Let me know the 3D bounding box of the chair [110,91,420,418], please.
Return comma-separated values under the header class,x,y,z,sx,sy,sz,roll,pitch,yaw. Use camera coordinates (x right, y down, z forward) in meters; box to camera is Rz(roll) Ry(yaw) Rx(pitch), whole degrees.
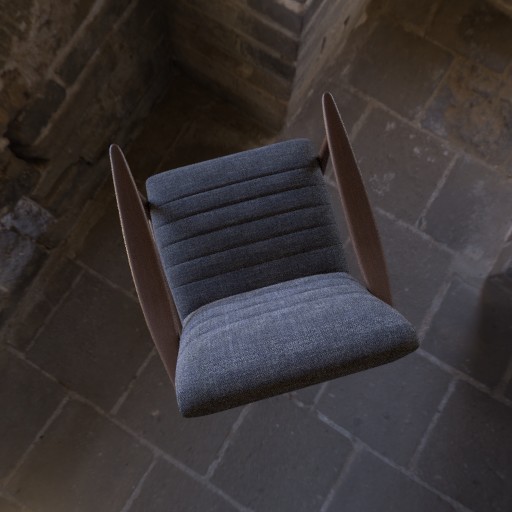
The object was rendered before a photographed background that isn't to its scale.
class,x,y,z,sx,sy,sz,roll,pitch,yaw
chair,0.000,0.000,1.431,0.741,0.832,0.798,-15,77,-3
